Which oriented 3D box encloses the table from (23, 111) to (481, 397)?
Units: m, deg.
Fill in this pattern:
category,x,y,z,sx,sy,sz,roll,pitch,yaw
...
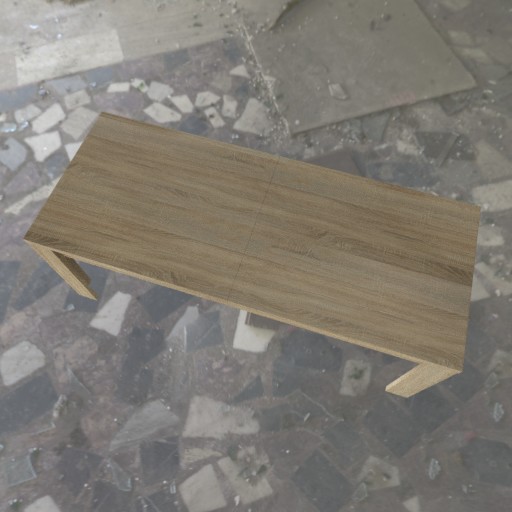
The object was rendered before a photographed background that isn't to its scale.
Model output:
category,x,y,z,sx,sy,sz,roll,pitch,yaw
table,0.000,0.000,2.647,2.200,0.790,0.900,16,65,8
